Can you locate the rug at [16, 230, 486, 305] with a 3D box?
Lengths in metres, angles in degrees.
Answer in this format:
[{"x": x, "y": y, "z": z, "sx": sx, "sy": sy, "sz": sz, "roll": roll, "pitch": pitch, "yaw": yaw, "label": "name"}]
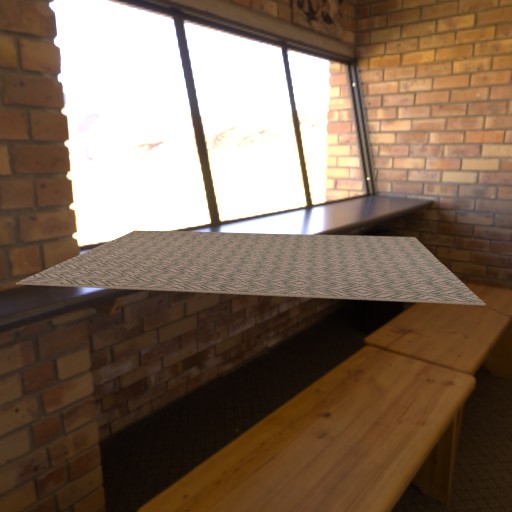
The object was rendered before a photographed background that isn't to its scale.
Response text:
[{"x": 0.000, "y": 0.000, "z": 2.289, "sx": 1.828, "sy": 0.007, "sz": 1.220, "roll": 2, "pitch": 14, "yaw": 8, "label": "rug"}]
